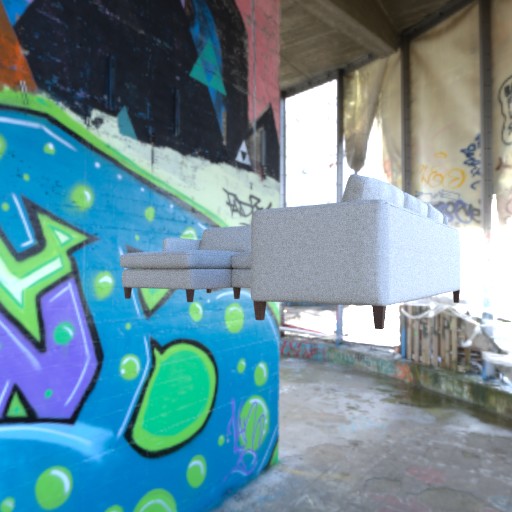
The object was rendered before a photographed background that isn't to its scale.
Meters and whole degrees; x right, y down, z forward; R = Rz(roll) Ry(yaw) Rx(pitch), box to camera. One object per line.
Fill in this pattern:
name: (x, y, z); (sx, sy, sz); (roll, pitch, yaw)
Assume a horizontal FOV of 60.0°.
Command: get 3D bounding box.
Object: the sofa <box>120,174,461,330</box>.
sofa: (0.000, 0.000, 4.507); (3.460, 0.959, 2.593); (-1, -2, 34)
